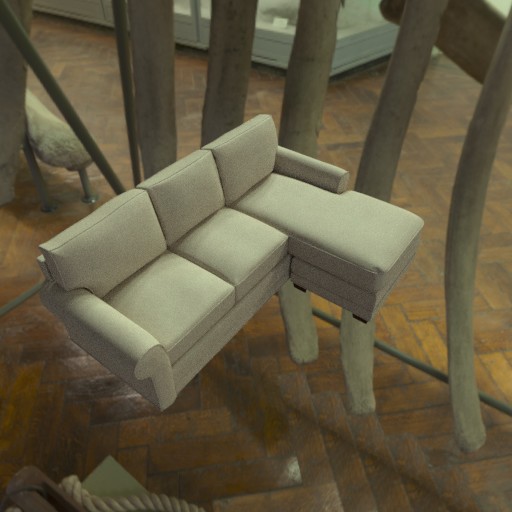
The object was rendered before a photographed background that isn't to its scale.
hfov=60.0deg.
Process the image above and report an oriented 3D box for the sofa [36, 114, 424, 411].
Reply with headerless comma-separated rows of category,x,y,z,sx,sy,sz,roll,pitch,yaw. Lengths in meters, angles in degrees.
sofa,0.000,0.000,2.309,1.226,0.734,1.770,27,49,26
